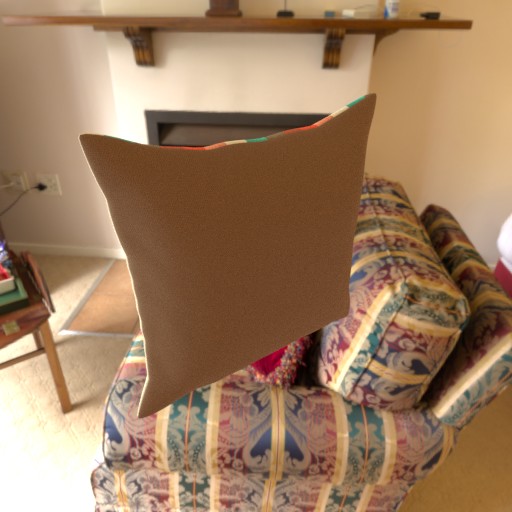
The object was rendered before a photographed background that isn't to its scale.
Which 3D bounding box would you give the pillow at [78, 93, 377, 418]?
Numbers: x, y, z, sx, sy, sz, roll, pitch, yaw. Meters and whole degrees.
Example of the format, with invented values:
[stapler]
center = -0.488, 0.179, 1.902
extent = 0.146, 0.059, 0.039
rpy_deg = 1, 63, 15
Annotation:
[pillow]
center = 0.000, 0.000, 0.690
extent = 0.453, 0.443, 0.168
rpy_deg = -19, 35, -29
